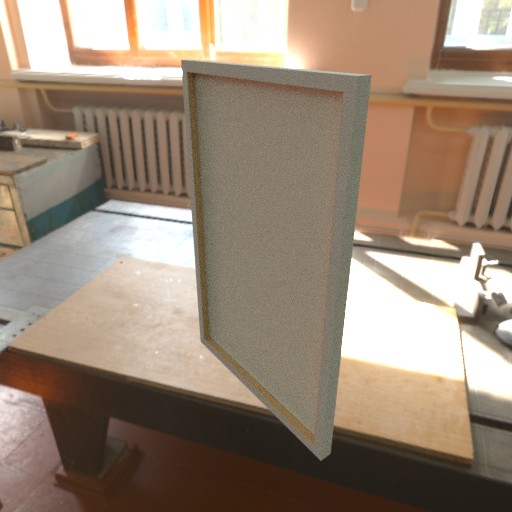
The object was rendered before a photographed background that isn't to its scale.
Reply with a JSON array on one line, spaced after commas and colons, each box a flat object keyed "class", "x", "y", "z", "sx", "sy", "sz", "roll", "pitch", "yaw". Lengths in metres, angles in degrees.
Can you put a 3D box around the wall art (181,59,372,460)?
[{"class": "wall art", "x": 0.000, "y": 0.000, "z": 1.154, "sx": 0.038, "sy": 0.912, "sz": 0.607, "roll": -18, "pitch": 32, "yaw": -32}]
